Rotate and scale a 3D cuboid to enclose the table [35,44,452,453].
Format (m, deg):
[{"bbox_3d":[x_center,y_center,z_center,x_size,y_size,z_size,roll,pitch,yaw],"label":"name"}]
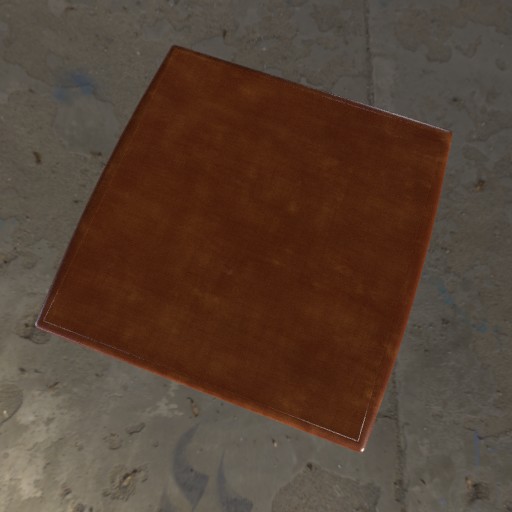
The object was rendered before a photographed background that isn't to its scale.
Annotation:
[{"bbox_3d":[0.000,0.000,1.658,0.991,0.754,0.991,19,76,5],"label":"table"}]
